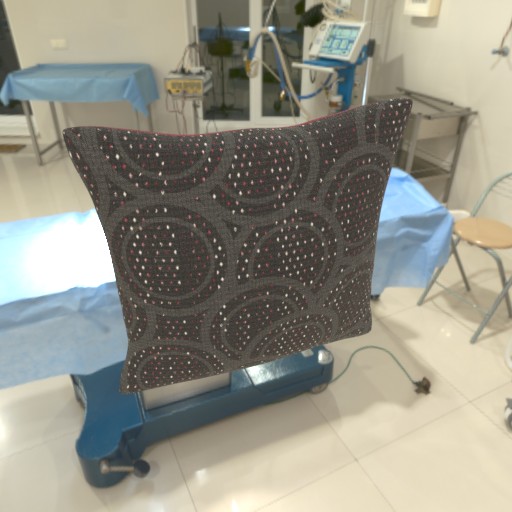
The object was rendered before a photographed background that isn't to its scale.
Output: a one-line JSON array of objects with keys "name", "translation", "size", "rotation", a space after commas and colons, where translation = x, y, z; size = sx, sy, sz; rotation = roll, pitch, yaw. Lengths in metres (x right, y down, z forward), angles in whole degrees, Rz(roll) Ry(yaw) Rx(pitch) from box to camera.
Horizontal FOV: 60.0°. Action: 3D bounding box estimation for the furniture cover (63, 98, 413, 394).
[{"name": "furniture cover", "translation": [0.000, 0.000, 0.794], "size": [0.552, 0.509, 0.193], "rotation": [-11, 33, -17]}]
